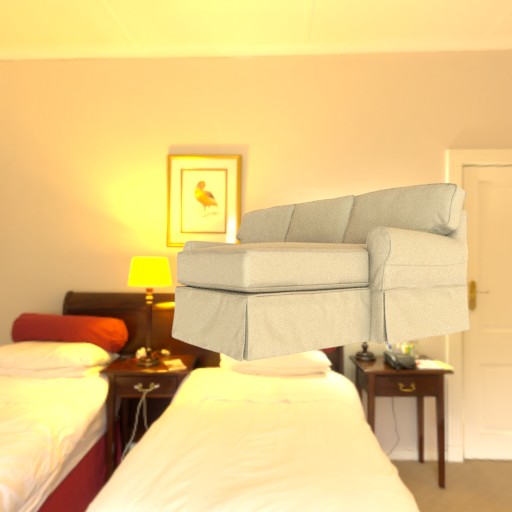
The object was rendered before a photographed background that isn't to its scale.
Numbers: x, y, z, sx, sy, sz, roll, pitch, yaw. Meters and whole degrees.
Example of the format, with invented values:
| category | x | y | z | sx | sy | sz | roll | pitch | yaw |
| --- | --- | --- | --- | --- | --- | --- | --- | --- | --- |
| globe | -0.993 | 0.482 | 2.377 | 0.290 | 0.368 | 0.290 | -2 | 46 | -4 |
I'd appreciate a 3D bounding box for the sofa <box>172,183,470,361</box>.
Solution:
| category | x | y | z | sx | sy | sz | roll | pitch | yaw |
| --- | --- | --- | --- | --- | --- | --- | --- | --- | --- |
| sofa | 0.000 | 0.000 | 3.359 | 1.733 | 0.978 | 2.475 | 0 | 0 | -36 |
